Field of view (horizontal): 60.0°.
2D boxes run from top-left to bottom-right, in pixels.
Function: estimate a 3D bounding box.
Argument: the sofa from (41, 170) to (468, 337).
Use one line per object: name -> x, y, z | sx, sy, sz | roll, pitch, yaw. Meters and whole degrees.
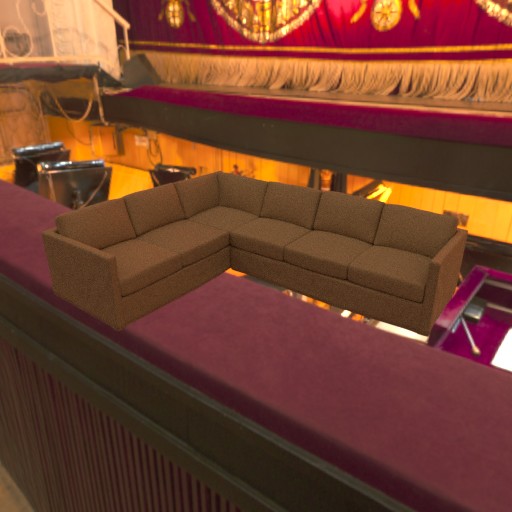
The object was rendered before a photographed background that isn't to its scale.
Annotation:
sofa -> 0.000, 0.000, 4.217 | 3.182, 0.871, 2.432 | 17, 29, 33
